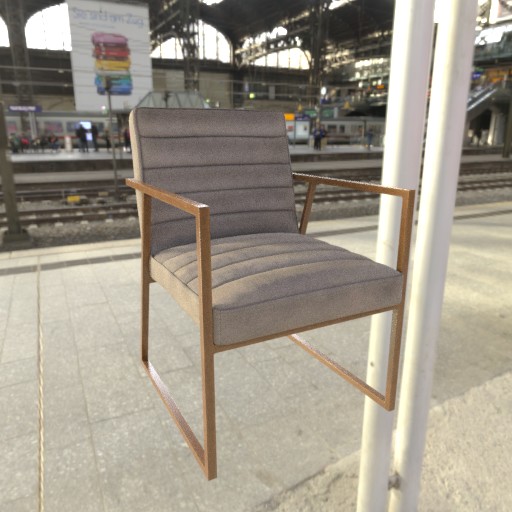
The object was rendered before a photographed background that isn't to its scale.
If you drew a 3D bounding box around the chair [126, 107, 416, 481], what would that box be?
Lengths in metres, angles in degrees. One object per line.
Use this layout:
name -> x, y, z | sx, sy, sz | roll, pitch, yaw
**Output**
chair -> 0.000, 0.000, 1.291 | 0.578, 0.843, 0.682 | -8, 17, -27
